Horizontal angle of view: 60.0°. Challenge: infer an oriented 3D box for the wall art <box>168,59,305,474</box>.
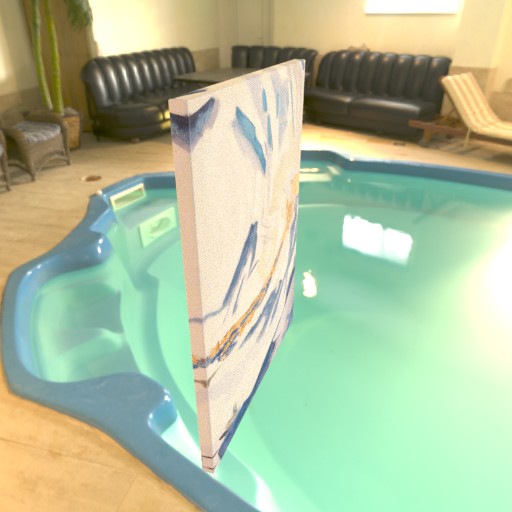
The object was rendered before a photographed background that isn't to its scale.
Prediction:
[{"bbox_3d":[0.000,0.000,1.323,0.038,1.015,0.761,11,31,18],"label":"wall art"}]
